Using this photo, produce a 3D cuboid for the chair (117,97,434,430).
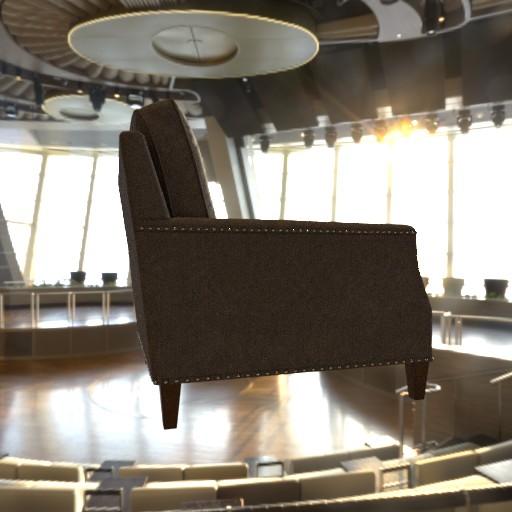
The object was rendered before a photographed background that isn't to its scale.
[{"bbox_3d":[0.000,0.000,1.707,1.014,0.948,0.853,0,0,-18],"label":"chair"}]
